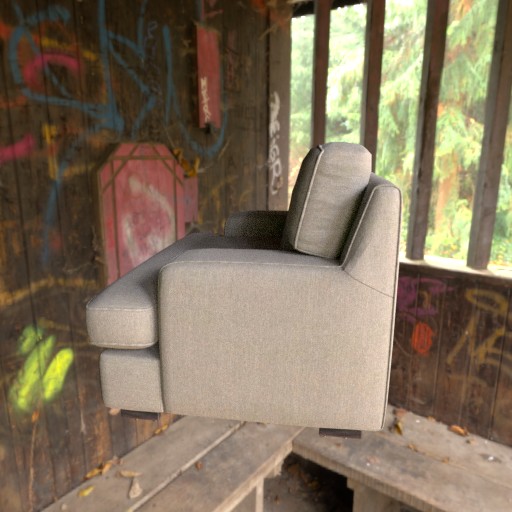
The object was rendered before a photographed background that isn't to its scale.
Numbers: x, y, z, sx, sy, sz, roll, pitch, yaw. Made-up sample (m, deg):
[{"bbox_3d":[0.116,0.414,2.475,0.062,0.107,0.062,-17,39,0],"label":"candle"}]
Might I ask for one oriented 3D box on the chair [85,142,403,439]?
[{"bbox_3d":[0.000,0.000,1.976,1.043,0.974,1.270,2,14,8],"label":"chair"}]
